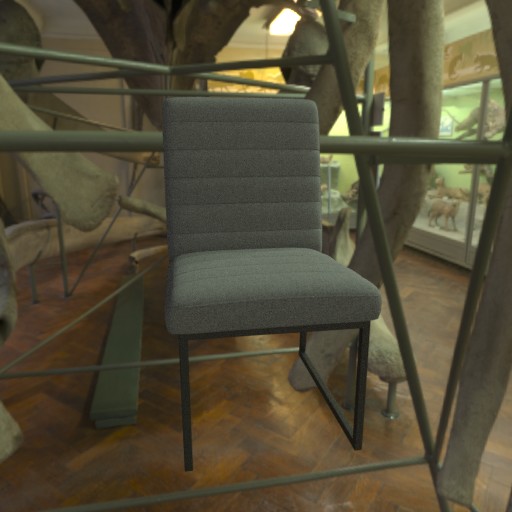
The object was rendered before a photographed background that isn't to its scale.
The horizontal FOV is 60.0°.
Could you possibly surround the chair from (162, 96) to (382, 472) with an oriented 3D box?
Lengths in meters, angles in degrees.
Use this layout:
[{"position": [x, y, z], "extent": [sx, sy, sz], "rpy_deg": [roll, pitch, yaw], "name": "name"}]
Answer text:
[{"position": [0.000, 0.000, 1.303], "extent": [0.520, 0.930, 0.634], "rpy_deg": [-3, 14, -10], "name": "chair"}]
